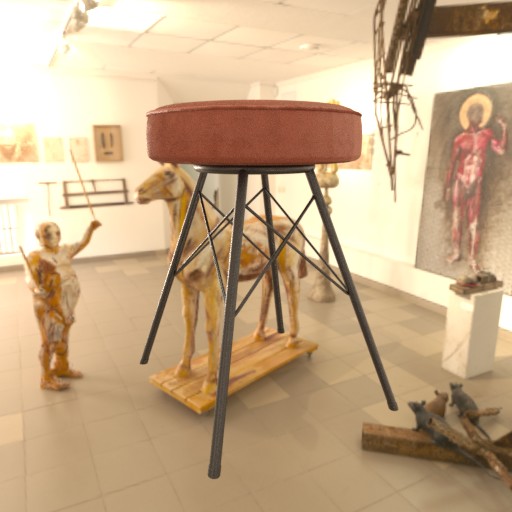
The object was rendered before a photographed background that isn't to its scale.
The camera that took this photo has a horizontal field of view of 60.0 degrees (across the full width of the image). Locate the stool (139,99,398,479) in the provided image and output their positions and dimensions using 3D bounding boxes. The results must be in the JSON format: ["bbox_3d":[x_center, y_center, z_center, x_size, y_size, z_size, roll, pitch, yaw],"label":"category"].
[{"bbox_3d":[0.000,0.000,0.927,0.421,0.593,0.457,-7,16,-28],"label":"stool"}]
